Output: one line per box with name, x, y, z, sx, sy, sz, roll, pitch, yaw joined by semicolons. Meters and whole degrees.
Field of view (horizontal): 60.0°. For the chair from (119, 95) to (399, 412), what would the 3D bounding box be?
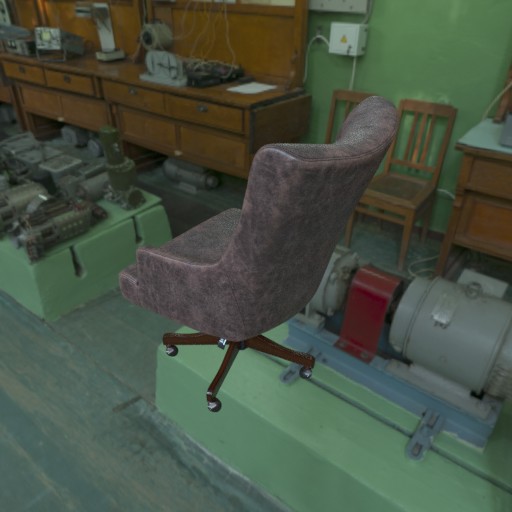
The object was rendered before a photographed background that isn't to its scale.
chair;0.000;0.000;1.530;0.762;1.035;0.641;22;39;30
